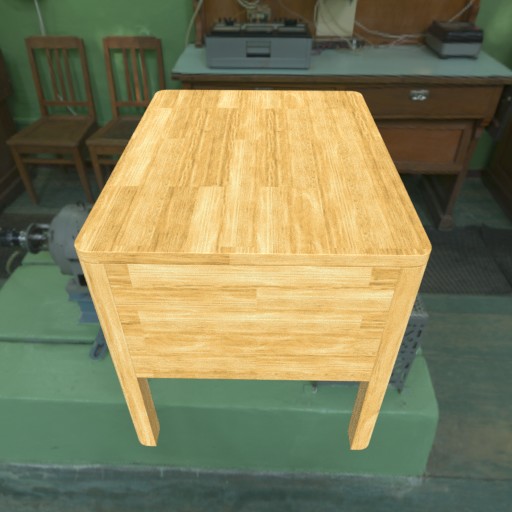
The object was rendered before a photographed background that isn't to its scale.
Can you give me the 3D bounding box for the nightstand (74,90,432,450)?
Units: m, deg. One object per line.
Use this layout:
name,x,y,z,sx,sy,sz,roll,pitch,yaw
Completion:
nightstand,0.000,0.000,0.896,0.440,0.470,0.560,1,40,1
